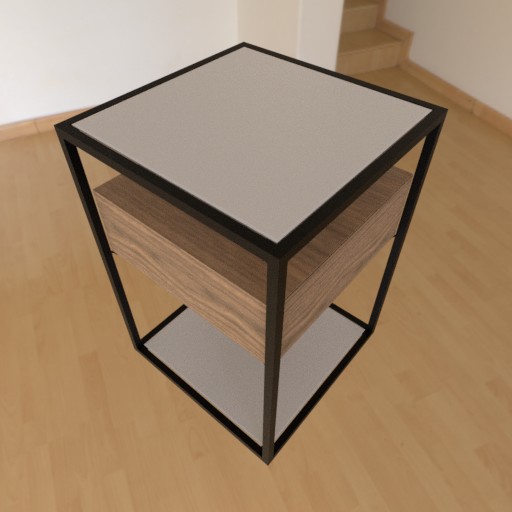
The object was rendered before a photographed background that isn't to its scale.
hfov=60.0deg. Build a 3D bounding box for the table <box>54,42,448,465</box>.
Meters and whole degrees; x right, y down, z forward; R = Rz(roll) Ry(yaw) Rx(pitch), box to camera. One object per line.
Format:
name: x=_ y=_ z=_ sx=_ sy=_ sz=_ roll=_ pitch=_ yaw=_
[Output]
table: x=0.000 y=0.000 z=0.791 sx=0.378 sy=0.540 sz=0.378 roll=31 pitch=54 yaw=27
